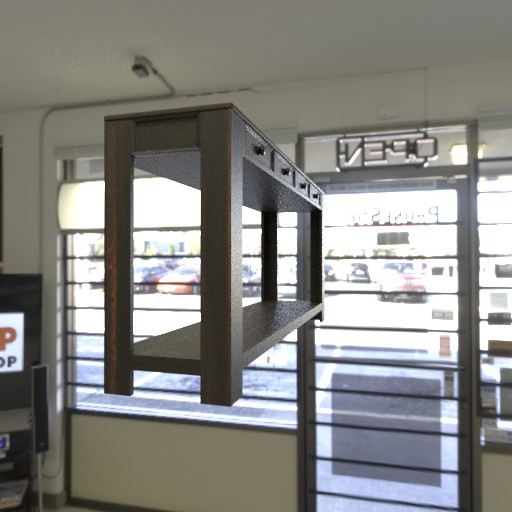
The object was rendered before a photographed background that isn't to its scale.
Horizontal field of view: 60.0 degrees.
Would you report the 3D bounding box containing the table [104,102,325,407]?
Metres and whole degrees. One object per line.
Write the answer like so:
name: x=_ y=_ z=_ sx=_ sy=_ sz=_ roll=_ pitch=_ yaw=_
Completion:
table: x=0.000 y=0.000 z=1.939 sx=0.384 sy=0.762 sz=1.631 roll=0 pitch=0 yaw=17
